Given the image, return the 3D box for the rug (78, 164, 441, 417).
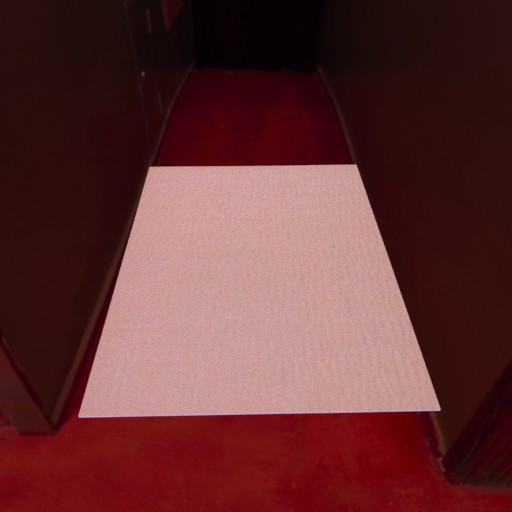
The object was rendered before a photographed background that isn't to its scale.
[{"bbox_3d":[0.000,0.000,4.051,2.410,0.021,3.055,-1,43,-1],"label":"rug"}]
